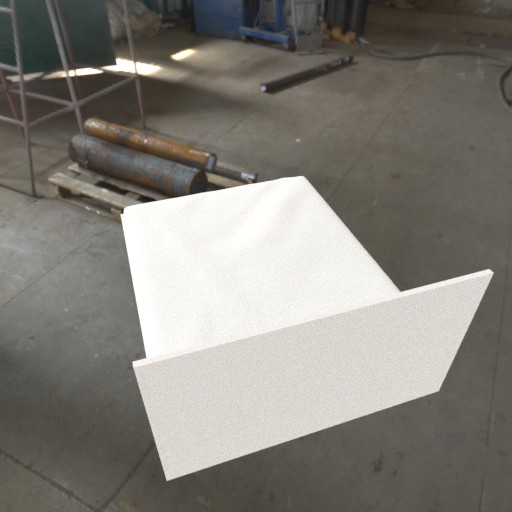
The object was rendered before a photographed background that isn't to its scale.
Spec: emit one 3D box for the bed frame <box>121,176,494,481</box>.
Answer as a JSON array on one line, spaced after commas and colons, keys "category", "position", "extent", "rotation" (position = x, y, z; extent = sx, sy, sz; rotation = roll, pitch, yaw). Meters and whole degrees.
[{"category": "bed frame", "position": [0.000, 0.000, 3.010], "extent": [1.711, 1.001, 2.100], "rotation": [-12, 42, -14]}]
